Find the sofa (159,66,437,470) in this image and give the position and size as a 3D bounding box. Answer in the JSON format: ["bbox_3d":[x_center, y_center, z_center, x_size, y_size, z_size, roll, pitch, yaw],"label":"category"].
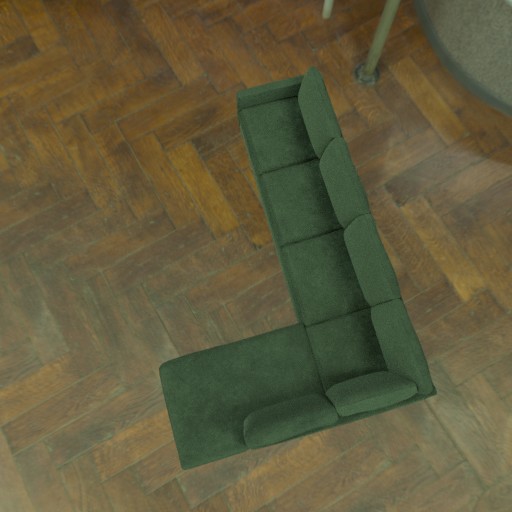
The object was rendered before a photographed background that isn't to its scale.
[{"bbox_3d":[0.000,0.000,3.170,1.707,0.687,2.486,-15,77,-4],"label":"sofa"}]
